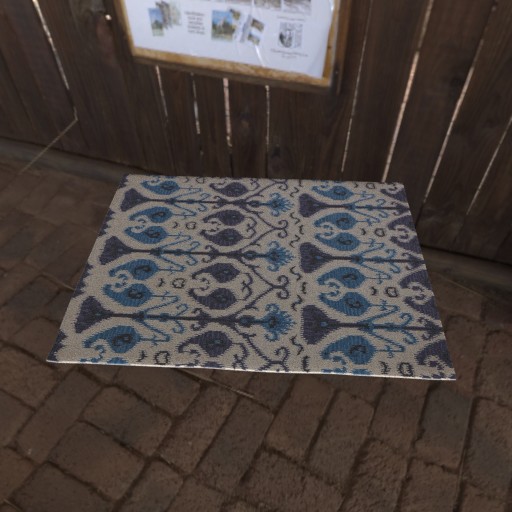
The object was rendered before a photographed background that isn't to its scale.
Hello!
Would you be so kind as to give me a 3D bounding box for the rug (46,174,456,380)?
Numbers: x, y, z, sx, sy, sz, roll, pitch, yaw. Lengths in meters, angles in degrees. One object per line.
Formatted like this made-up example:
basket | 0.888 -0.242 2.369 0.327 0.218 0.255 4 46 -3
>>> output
rug | 0.000 0.000 4.288 3.228 0.024 2.443 2 47 2
